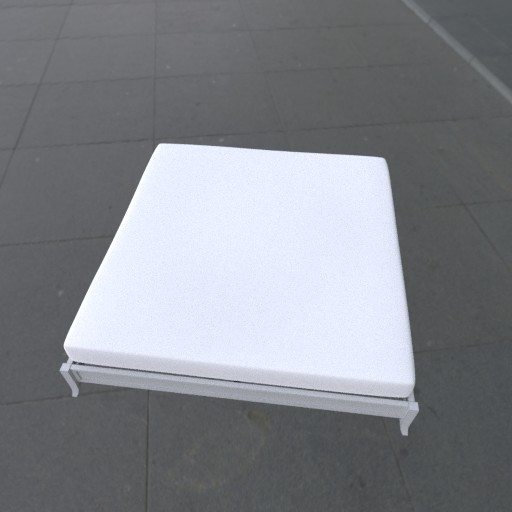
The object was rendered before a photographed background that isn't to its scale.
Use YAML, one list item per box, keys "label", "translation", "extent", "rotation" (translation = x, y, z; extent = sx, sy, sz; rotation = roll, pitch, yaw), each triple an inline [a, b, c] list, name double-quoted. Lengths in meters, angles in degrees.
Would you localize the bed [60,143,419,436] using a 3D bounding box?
- label: "bed"
  translation: [0.000, 0.000, 3.140]
  extent: [2.007, 0.510, 2.108]
  rotation: [5, 48, 5]
